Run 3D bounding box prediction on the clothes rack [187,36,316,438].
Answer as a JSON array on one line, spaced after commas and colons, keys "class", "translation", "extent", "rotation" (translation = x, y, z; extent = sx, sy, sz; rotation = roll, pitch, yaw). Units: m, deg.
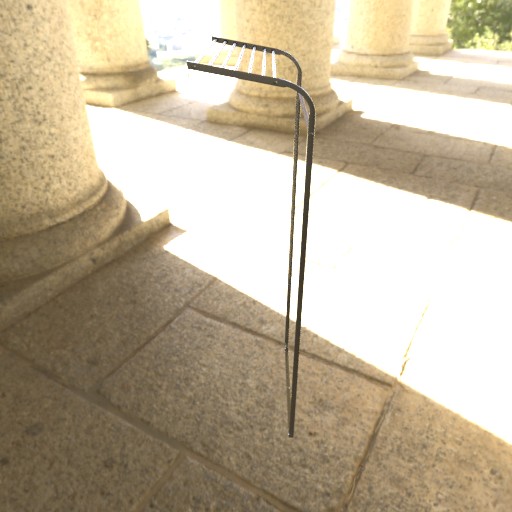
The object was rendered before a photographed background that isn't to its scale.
[{"class": "clothes rack", "translation": [0.000, 0.000, 1.828], "extent": [0.349, 1.574, 0.609], "rotation": [1, 32, 1]}]
